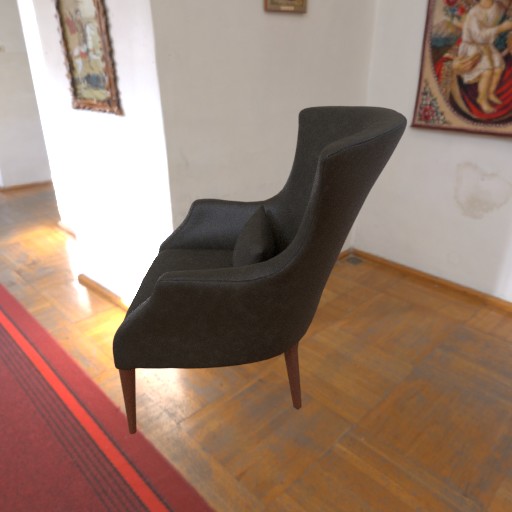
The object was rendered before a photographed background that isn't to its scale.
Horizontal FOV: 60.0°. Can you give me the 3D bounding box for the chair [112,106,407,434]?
[{"bbox_3d":[0.000,0.000,1.702,0.954,1.068,0.819,0,26,1],"label":"chair"}]
